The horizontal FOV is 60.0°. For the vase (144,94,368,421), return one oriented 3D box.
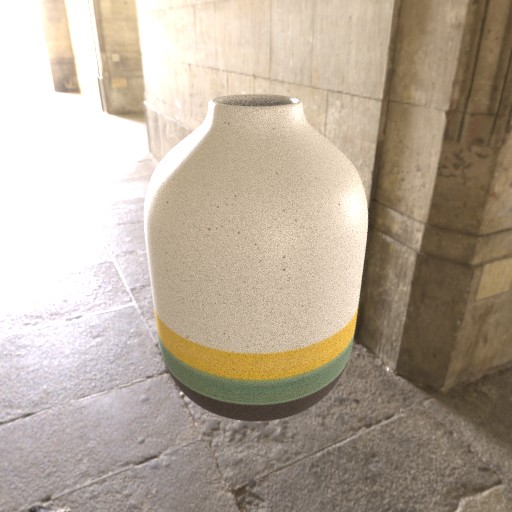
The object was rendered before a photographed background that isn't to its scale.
[{"bbox_3d":[0.000,0.000,0.358,0.169,0.240,0.169,0,27,0],"label":"vase"}]
